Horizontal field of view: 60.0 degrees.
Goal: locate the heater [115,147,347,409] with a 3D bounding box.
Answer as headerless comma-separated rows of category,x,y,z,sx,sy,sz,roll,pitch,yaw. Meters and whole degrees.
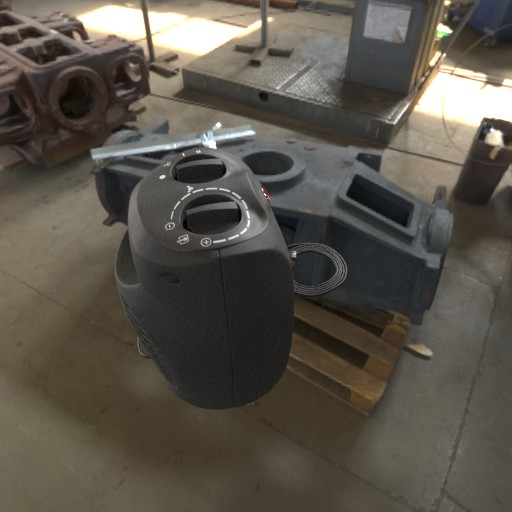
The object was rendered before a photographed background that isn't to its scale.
heater,0.000,0.000,0.468,0.291,0.240,0.239,-10,46,-10
